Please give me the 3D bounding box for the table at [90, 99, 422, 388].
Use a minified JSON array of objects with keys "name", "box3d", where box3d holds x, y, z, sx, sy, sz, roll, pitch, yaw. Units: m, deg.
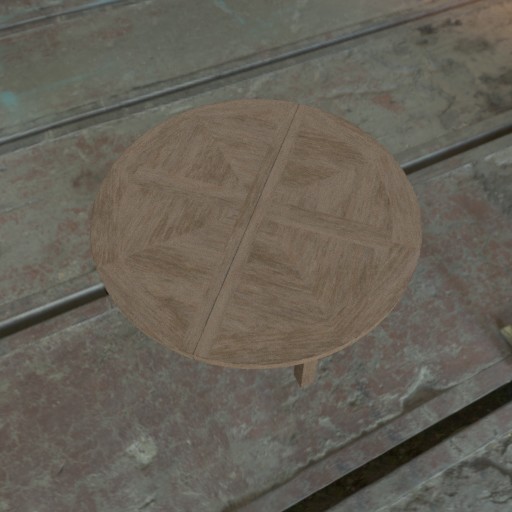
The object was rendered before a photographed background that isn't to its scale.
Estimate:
[{"name":"table","box3d":[0.000,0.000,2.117,1.319,0.762,1.319,0,58,0]}]
